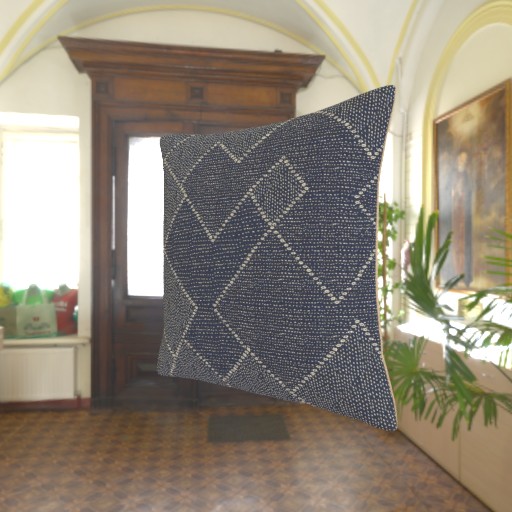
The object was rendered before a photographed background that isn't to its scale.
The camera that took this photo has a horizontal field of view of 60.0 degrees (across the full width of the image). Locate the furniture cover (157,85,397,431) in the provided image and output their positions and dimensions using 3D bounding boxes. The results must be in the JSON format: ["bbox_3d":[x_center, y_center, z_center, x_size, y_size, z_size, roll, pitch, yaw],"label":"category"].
[{"bbox_3d":[0.000,0.000,0.791,0.511,0.503,0.162,0,1,37],"label":"furniture cover"}]
